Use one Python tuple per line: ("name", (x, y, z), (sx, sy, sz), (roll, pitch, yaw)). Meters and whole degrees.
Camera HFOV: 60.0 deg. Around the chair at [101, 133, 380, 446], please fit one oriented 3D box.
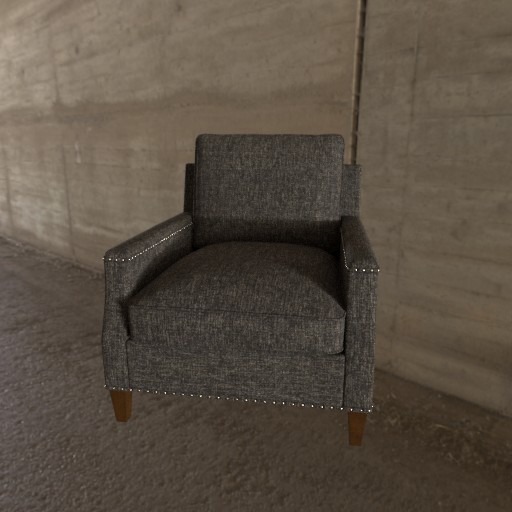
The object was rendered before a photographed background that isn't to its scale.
("chair", (0.000, 0.000, 1.742), (0.853, 0.943, 1.014), (2, 15, 9))
